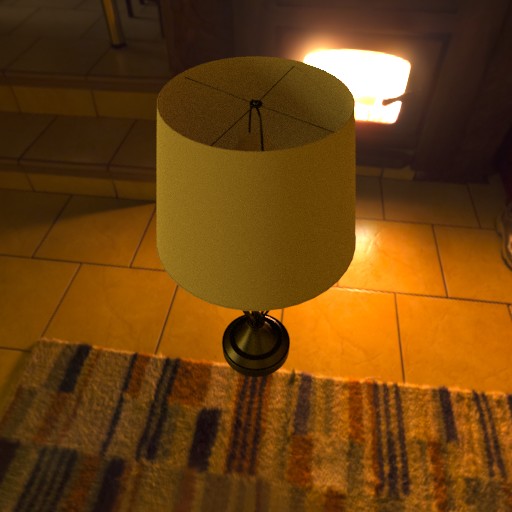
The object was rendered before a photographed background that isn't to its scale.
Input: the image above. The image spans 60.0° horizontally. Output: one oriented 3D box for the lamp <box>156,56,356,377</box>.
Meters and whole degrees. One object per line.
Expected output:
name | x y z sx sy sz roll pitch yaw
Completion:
lamp | 0.000 0.000 0.785 0.331 0.594 0.331 0 46 0
